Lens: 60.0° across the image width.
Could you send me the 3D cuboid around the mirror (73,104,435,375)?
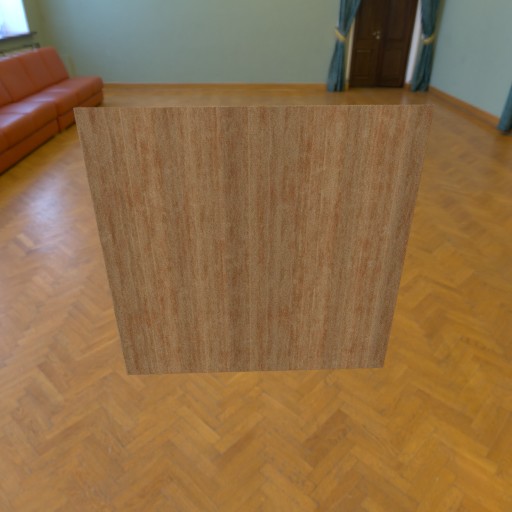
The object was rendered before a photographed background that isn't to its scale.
[{"bbox_3d":[0.000,0.000,0.981,0.651,0.651,0.047,-1,30,-2],"label":"mirror"}]
